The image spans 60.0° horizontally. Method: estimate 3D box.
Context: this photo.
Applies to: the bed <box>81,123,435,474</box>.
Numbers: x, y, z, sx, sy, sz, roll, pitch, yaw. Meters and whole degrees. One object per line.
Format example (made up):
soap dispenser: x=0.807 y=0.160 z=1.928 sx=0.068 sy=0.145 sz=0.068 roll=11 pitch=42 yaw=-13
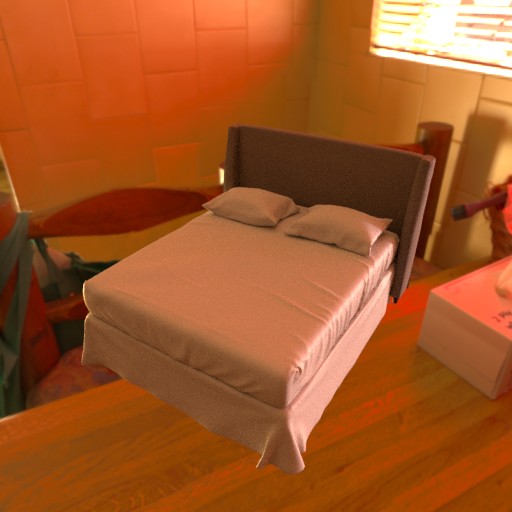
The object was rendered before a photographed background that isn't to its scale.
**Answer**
bed: x=0.000 y=0.000 z=3.415 sx=1.925 sy=1.332 sz=2.276 roll=18 pitch=35 yaw=28
